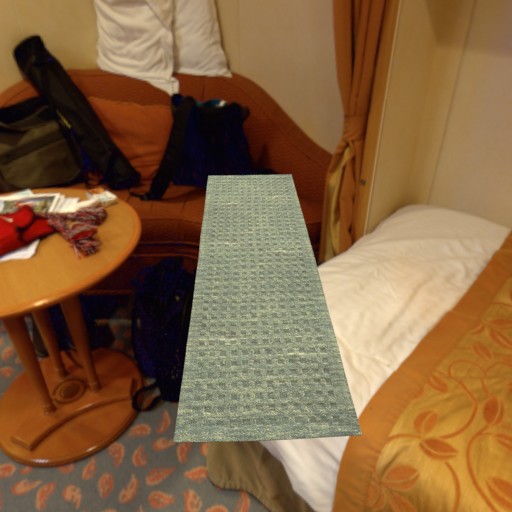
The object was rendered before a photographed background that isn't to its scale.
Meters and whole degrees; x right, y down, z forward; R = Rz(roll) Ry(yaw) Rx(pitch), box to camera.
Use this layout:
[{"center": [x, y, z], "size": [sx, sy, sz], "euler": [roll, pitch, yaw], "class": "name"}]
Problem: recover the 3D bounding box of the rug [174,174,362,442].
[{"center": [0.000, 0.000, 2.623], "size": [0.688, 0.008, 2.443], "euler": [-1, 33, -2], "class": "rug"}]
